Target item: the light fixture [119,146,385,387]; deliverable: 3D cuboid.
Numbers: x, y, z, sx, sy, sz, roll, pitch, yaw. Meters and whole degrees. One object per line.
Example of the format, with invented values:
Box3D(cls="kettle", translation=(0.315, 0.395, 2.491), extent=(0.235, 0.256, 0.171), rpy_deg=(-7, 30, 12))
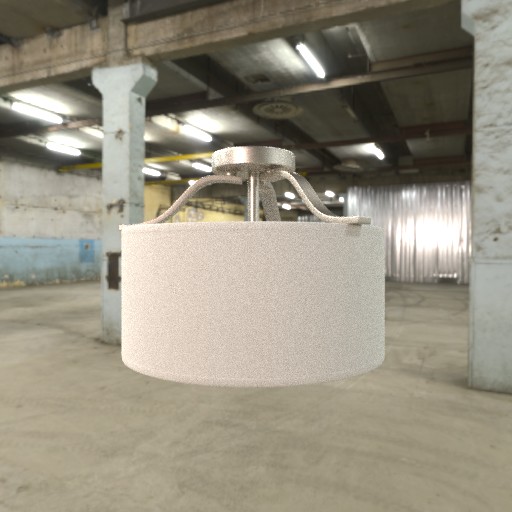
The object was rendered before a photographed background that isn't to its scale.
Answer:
Box3D(cls="light fixture", translation=(0.000, 0.000, 0.666), extent=(0.395, 0.304, 0.395), rpy_deg=(0, 0, 0))
